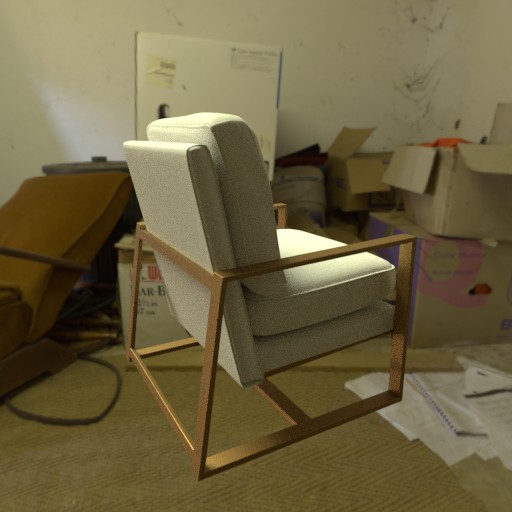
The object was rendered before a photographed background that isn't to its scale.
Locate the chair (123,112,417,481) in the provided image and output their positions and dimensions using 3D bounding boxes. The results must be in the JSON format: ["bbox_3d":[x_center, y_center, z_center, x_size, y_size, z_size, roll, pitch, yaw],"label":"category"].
[{"bbox_3d":[0.000,0.000,1.599,0.813,0.966,0.805,-9,18,-28],"label":"chair"}]
